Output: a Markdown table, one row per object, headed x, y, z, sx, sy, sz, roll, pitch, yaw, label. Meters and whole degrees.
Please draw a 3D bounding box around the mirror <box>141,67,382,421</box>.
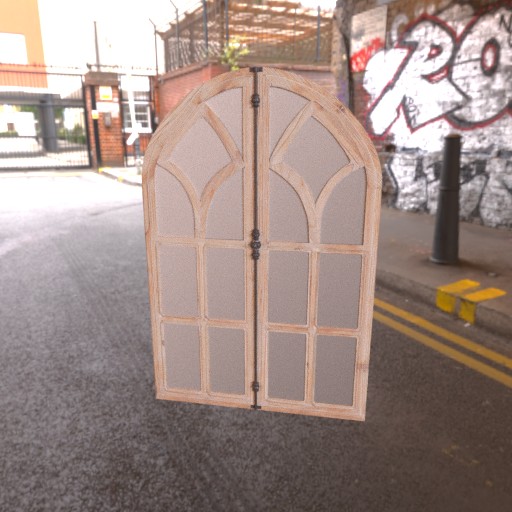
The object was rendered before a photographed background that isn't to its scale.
| x | y | z | sx | sy | sz | roll | pitch | yaw | label |
| --- | --- | --- | --- | --- | --- | --- | --- | --- | --- |
| 0.000 | 0.000 | 1.154 | 0.609 | 0.915 | 0.032 | 3 | 15 | 10 | mirror |
